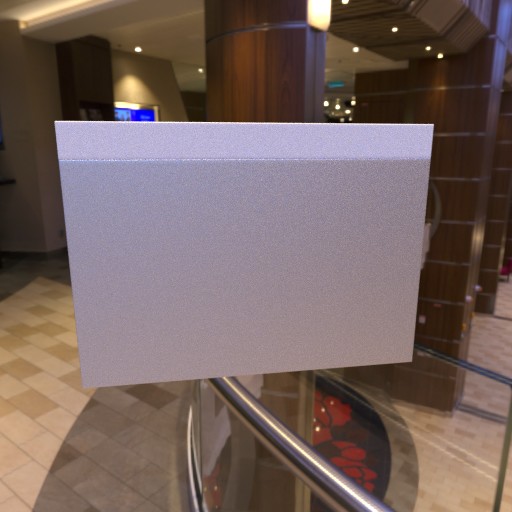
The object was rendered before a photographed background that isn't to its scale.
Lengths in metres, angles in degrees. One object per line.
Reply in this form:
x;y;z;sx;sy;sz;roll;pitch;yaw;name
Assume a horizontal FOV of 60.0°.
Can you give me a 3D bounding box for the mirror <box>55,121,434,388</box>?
0.000;0.000;1.096;0.870;0.630;0.030;-2;14;-9;mirror
